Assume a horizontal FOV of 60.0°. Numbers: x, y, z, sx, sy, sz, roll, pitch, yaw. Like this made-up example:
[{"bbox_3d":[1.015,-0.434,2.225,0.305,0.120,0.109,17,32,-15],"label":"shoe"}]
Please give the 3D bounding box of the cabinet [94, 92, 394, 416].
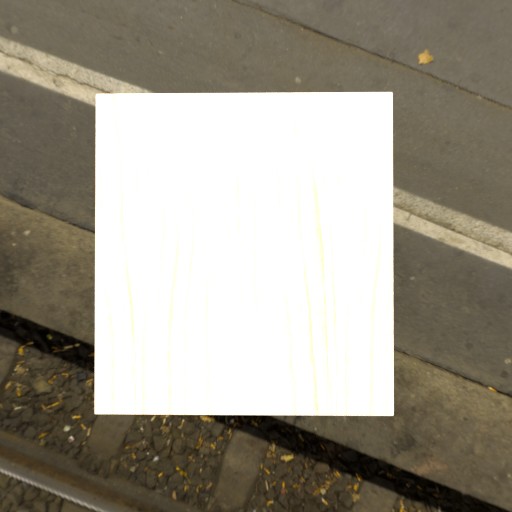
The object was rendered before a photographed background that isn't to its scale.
[{"bbox_3d":[0.000,0.000,0.851,0.401,0.579,0.409,0,89,1],"label":"cabinet"}]
